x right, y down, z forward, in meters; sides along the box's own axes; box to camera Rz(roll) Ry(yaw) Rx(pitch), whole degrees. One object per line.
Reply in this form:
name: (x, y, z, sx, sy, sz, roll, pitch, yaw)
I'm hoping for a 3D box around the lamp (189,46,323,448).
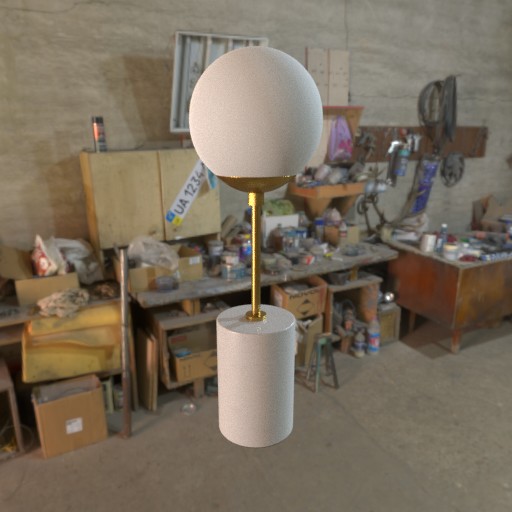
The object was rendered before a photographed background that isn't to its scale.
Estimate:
lamp: (0.000, 0.000, 0.554, 0.153, 0.480, 0.153, 0, 14, 0)
